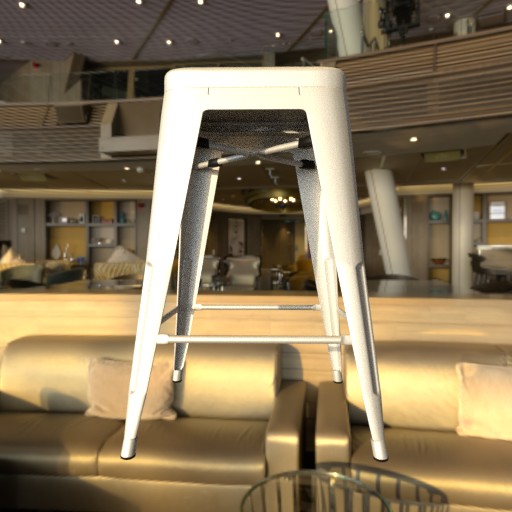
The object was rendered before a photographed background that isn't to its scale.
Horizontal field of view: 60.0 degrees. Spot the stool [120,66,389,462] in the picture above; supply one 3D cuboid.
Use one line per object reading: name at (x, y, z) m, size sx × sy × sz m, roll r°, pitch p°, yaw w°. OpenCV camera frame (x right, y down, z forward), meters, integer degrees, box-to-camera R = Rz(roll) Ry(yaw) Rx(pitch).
stool at (0.000, 0.000, 0.859) m, size 0.406 × 0.610 × 0.406 m, roll 0°, pitch 1°, yaw 1°
